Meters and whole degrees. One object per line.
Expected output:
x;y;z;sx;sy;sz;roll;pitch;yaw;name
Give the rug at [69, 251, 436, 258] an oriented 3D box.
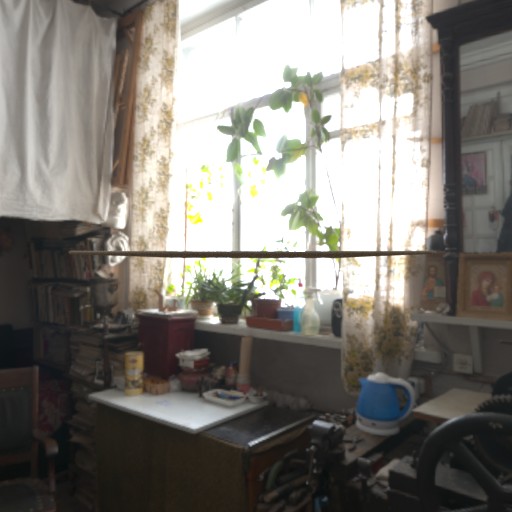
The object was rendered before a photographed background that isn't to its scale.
0.000;0.000;3.047;1.531;0.014;2.441;0;-1;1;rug
